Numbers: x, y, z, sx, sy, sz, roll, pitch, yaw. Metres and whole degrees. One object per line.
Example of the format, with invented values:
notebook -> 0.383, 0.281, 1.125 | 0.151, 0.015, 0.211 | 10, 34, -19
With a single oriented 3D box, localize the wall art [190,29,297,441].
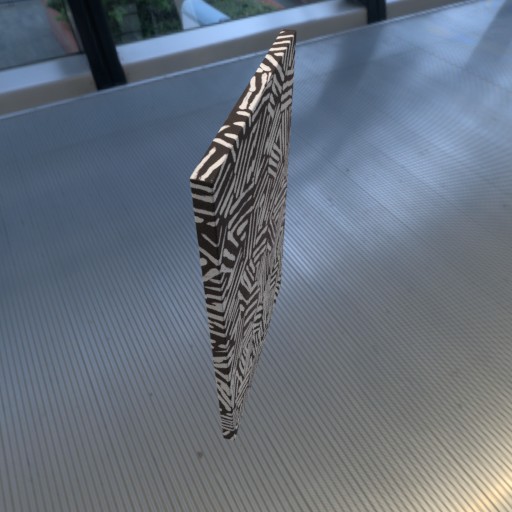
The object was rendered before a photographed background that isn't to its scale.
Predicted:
wall art -> 0.000, 0.000, 1.163 | 0.035, 0.918, 0.615 | 11, 47, 10
